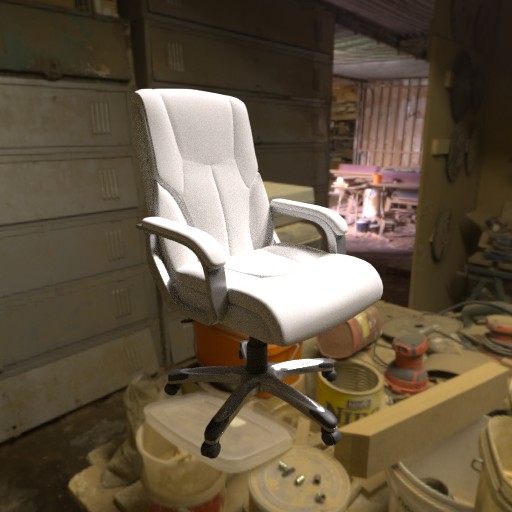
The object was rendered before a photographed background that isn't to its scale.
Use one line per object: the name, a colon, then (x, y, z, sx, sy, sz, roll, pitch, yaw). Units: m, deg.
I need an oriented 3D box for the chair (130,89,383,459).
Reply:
chair: (0.000, 0.000, 1.521, 0.738, 1.120, 0.687, 14, 21, 43)
